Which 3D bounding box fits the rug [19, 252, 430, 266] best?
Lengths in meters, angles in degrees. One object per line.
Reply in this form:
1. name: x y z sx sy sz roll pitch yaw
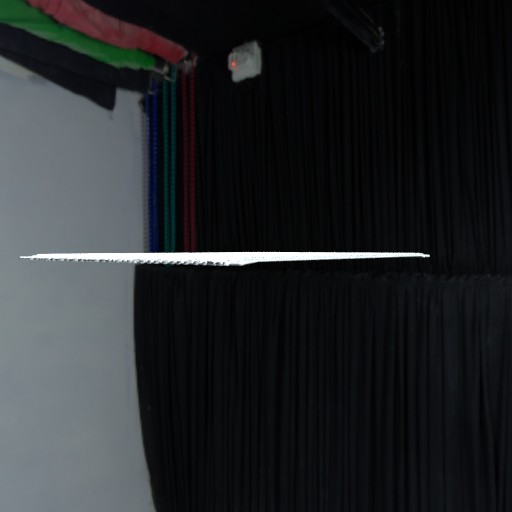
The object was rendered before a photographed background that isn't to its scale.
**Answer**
1. rug: 0.000 0.000 2.833 1.494 0.031 2.307 1 1 37
